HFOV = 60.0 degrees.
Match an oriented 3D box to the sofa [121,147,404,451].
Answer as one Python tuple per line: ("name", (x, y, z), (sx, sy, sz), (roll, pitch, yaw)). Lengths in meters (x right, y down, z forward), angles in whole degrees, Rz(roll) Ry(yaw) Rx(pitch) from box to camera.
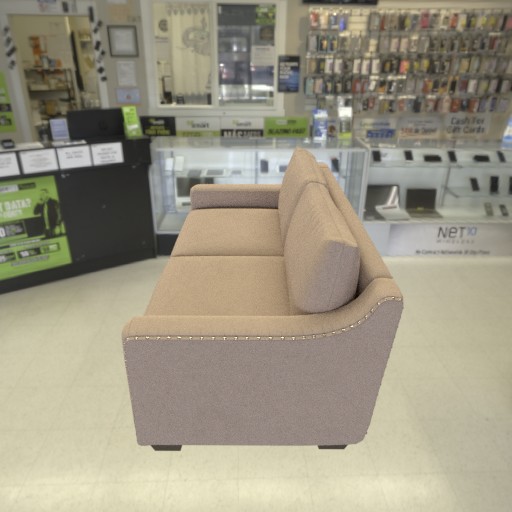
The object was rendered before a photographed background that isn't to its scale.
("sofa", (0.000, 0.000, 2.518), (1.030, 0.901, 1.967), (0, 25, 0))
